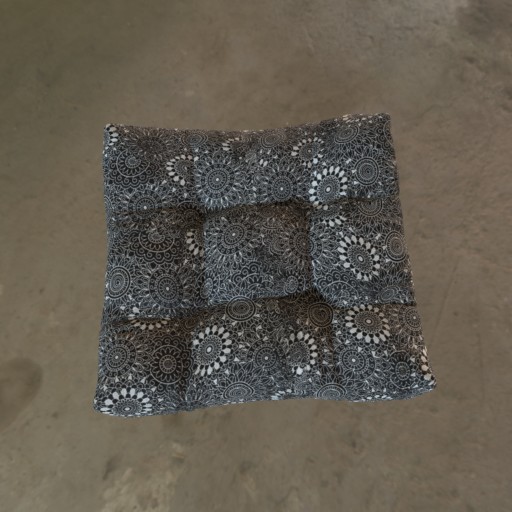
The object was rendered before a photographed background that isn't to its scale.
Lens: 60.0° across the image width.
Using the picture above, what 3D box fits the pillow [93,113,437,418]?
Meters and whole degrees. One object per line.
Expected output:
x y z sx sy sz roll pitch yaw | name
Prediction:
0.000 0.000 0.715 0.490 0.128 0.468 -3 75 -1 | pillow
